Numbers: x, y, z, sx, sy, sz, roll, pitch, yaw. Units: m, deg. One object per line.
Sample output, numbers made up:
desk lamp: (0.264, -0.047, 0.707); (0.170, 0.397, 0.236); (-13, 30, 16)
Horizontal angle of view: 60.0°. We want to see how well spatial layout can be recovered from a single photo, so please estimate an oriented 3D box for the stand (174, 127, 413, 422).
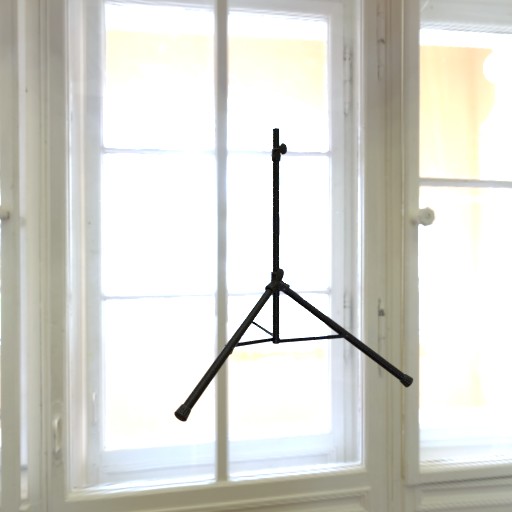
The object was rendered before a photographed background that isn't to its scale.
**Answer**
stand: (0.000, 0.000, 1.869); (1.045, 1.136, 0.907); (1, 1, 37)
